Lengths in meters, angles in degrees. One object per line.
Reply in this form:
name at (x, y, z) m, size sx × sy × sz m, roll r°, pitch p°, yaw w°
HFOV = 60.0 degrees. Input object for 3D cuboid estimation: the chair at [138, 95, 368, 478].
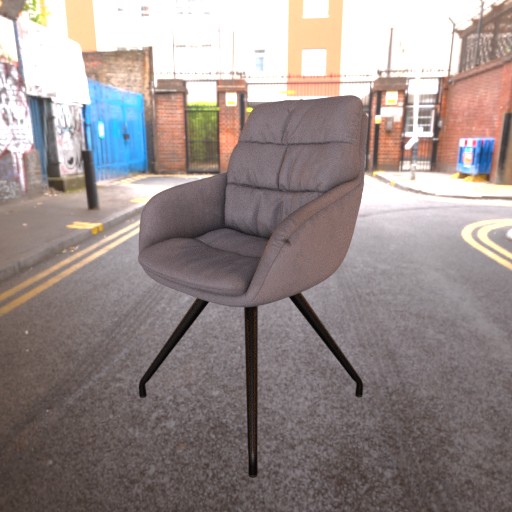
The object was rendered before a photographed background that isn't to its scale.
chair at (0.000, 0.000, 1.275) m, size 0.579 × 0.888 × 0.569 m, roll 14°, pitch 20°, yaw 42°
